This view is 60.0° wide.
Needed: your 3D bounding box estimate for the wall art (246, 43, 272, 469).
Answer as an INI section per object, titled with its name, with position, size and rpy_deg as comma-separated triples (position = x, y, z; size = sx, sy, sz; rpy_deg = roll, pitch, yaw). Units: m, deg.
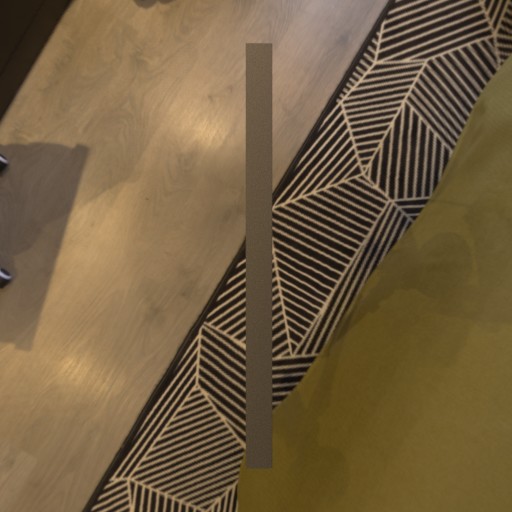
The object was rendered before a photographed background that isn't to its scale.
[wall art]
position = 0.000, 0.000, 0.755
size = 0.029, 0.559, 0.457
rpy_deg = 0, 90, -1
